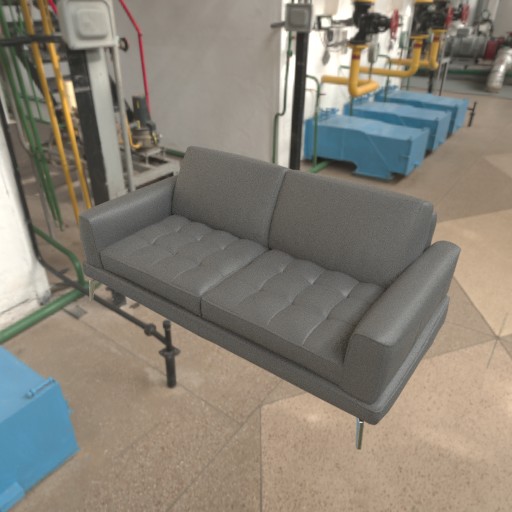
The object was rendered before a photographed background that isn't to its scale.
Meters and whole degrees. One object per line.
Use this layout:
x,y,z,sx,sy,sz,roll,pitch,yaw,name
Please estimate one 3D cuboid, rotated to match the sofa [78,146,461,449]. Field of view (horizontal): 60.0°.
0.000,0.000,2.739,2.177,0.930,1.121,20,36,31,sofa
